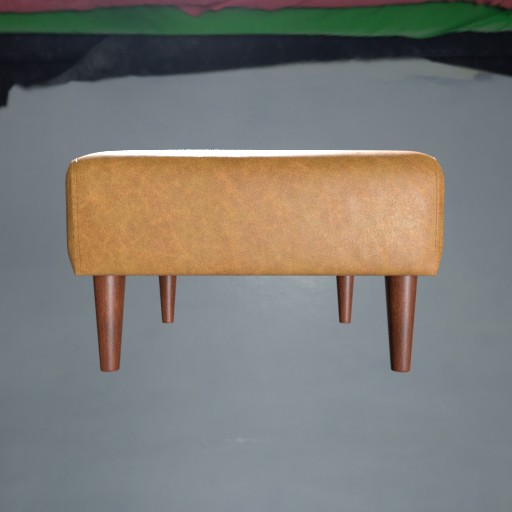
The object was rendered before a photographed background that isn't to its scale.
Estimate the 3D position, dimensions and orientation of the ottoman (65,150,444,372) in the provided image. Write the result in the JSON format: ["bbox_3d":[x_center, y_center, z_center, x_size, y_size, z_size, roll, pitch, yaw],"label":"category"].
[{"bbox_3d":[0.000,0.000,1.041,0.650,0.399,0.650,0,1,0],"label":"ottoman"}]
